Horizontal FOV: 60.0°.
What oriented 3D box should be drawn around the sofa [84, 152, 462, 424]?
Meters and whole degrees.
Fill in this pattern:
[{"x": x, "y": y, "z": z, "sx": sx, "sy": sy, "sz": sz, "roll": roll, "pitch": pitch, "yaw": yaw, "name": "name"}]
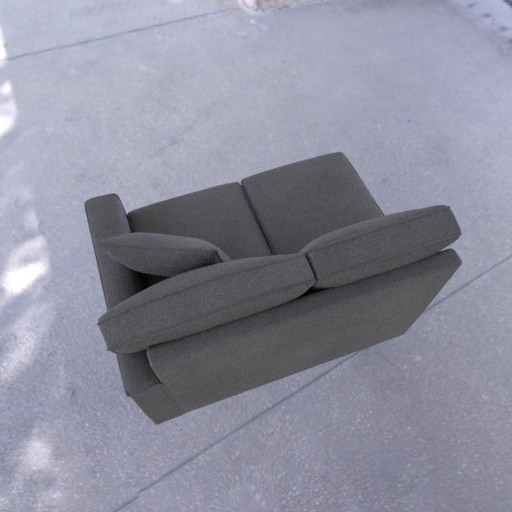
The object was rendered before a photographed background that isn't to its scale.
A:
[{"x": 0.000, "y": 0.000, "z": 2.102, "sx": 1.388, "sy": 0.989, "sz": 0.991, "roll": -17, "pitch": 60, "yaw": -10, "name": "sofa"}]
